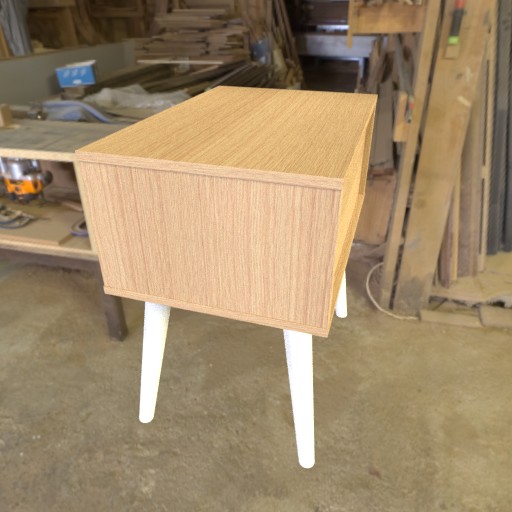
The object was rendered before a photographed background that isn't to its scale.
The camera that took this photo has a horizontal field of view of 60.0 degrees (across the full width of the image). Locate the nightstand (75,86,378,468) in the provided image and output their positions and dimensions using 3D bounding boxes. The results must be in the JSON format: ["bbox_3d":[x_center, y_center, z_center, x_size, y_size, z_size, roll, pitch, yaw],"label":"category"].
[{"bbox_3d":[0.000,0.000,0.987,0.407,0.610,0.571,9,31,15],"label":"nightstand"}]
